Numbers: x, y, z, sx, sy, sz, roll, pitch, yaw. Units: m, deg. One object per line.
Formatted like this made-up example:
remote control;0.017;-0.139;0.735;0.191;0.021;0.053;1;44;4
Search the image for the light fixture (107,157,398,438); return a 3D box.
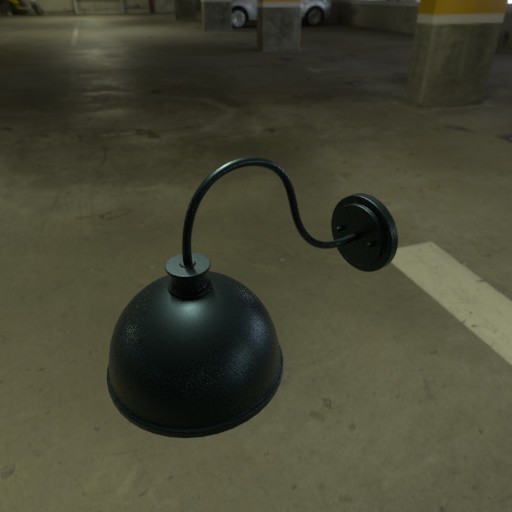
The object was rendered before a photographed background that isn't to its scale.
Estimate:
light fixture;0.000;0.000;0.629;0.467;0.295;0.253;-21;37;-30
